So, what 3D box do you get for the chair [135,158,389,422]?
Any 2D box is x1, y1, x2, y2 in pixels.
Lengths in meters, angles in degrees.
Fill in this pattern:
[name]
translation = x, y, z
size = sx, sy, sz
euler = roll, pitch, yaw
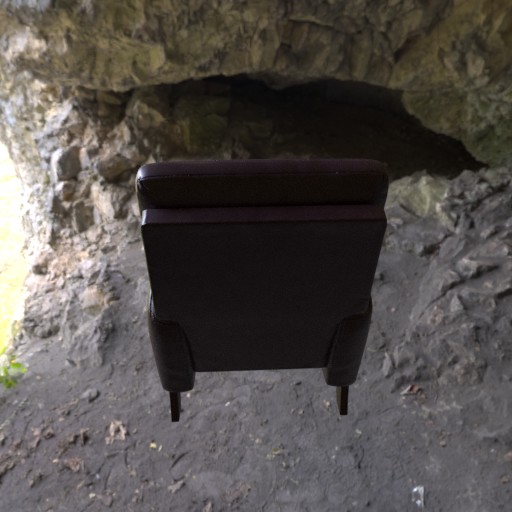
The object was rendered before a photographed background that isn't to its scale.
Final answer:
[chair]
translation = 0.000, 0.000, 1.680
size = 0.762, 0.990, 0.990
euler = -1, 32, -2
